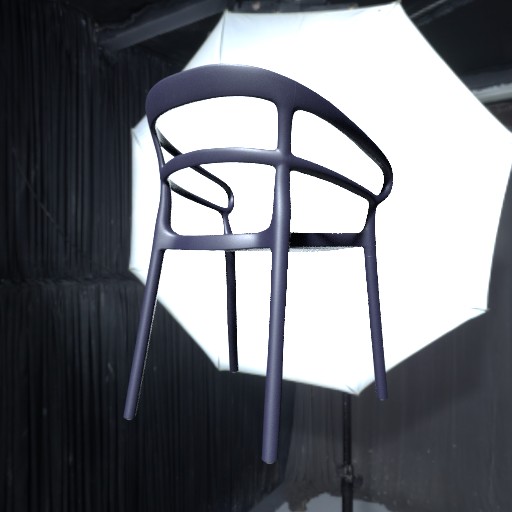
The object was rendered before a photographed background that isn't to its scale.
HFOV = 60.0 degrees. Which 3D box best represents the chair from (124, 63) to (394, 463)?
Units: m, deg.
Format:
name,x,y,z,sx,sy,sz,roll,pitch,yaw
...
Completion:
name,x,y,z,sx,sy,sz,roll,pitch,yaw
chair,0.000,0.000,1.126,0.559,0.761,0.527,0,0,34
